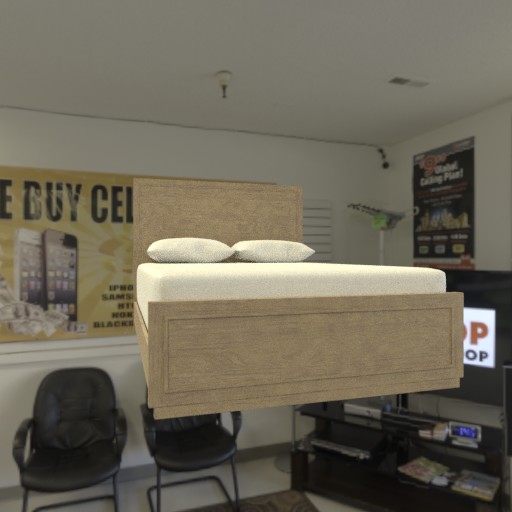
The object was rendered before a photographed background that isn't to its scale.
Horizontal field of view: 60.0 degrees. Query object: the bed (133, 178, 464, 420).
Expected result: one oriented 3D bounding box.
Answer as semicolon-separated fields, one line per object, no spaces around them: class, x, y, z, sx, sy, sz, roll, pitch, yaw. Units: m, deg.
bed;0.000;0.000;3.127;1.606;1.369;2.189;0;0;-17
